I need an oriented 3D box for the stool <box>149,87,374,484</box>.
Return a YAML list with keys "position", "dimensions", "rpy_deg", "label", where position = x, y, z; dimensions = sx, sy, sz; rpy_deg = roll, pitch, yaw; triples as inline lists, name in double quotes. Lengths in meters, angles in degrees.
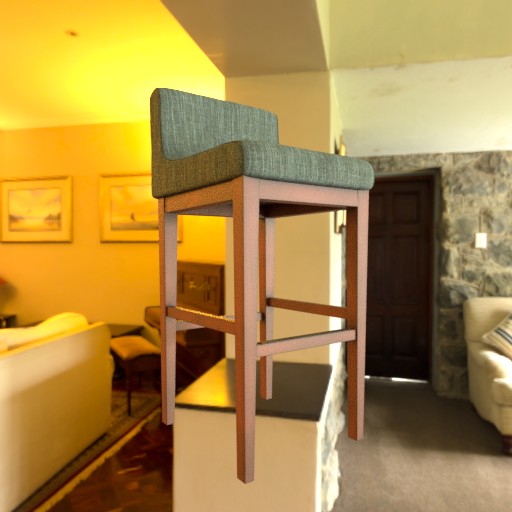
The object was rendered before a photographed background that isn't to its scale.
- position: [0.000, 0.000, 1.227]
  dimensions: [0.426, 0.965, 0.499]
  rpy_deg: [-1, 1, -36]
  label: "stool"
